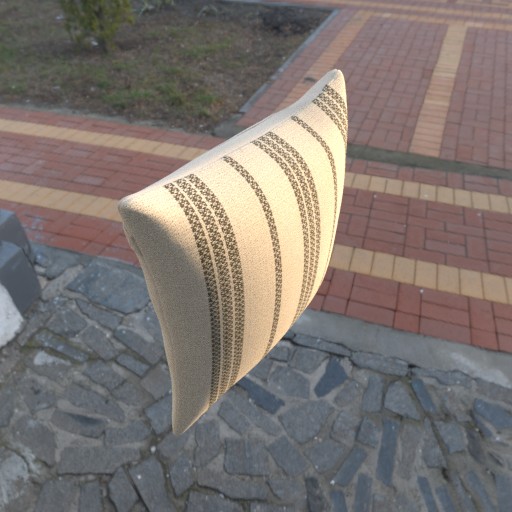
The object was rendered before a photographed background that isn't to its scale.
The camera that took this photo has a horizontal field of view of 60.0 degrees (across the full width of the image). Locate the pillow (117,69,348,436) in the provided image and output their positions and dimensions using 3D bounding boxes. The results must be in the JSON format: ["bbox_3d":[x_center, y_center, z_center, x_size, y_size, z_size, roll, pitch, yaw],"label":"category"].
[{"bbox_3d":[0.000,0.000,0.629,0.173,0.406,0.405,25,48,25],"label":"pillow"}]
